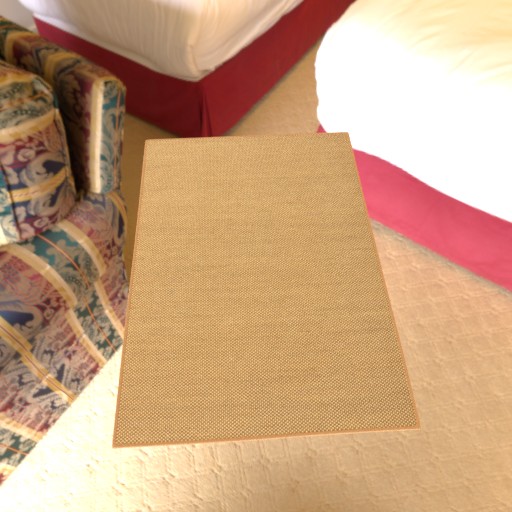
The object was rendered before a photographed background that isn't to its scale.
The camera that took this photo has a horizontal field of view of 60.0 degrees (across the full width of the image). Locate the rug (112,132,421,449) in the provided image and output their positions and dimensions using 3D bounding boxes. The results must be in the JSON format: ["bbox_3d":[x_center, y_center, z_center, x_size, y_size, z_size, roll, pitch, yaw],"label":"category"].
[{"bbox_3d":[0.000,0.000,2.739,1.524,0.013,2.134,-3,58,-2],"label":"rug"}]
